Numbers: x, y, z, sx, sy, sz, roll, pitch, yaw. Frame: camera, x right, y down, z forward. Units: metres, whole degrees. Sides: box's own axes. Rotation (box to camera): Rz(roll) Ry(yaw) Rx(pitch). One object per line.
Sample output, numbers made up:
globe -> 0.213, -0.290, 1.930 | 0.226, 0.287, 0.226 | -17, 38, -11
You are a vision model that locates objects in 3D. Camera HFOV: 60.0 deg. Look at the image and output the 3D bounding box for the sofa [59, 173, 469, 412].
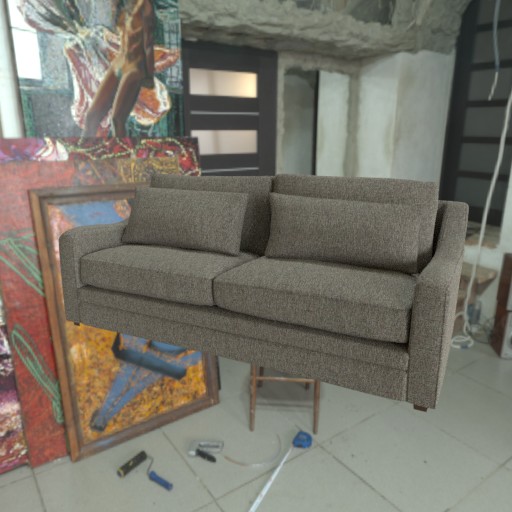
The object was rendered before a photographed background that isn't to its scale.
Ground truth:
sofa -> 0.000, 0.000, 2.858 | 2.418, 0.998, 1.103 | 7, 17, 24
